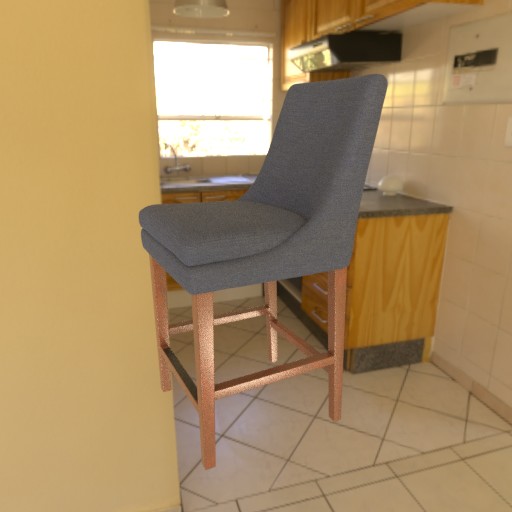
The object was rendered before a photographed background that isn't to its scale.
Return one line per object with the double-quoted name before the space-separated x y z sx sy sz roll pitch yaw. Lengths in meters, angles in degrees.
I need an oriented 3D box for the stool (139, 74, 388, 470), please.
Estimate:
"stool" 0.000 0.000 1.297 0.577 0.981 0.470 -9 19 -26
